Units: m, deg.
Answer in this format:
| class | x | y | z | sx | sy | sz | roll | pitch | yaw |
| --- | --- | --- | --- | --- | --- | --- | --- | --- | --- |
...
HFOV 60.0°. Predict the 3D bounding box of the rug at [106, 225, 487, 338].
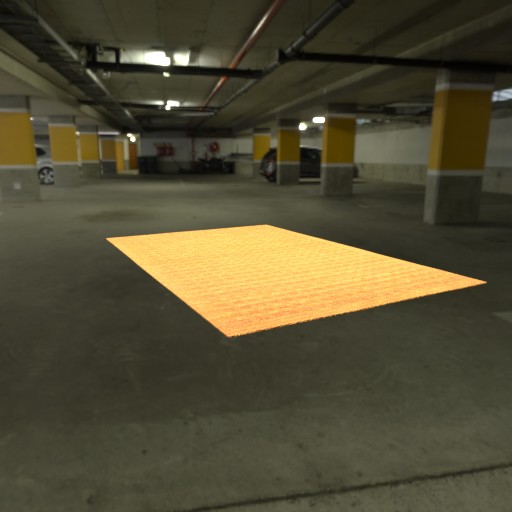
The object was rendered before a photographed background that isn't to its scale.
| class | x | y | z | sx | sy | sz | roll | pitch | yaw |
| --- | --- | --- | --- | --- | --- | --- | --- | --- | --- |
| rug | 0.000 | 0.000 | 2.245 | 1.143 | 0.006 | 1.747 | -7 | 14 | -28 |
